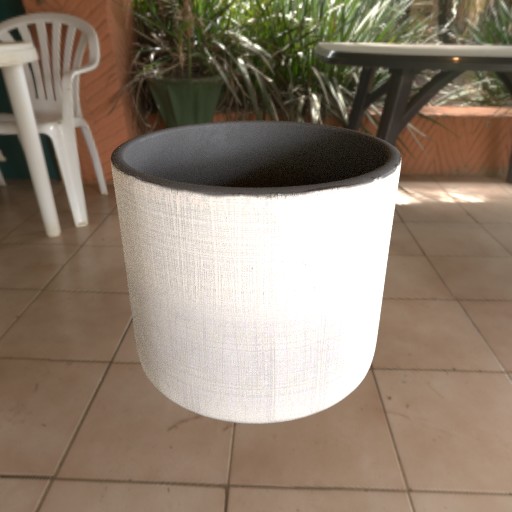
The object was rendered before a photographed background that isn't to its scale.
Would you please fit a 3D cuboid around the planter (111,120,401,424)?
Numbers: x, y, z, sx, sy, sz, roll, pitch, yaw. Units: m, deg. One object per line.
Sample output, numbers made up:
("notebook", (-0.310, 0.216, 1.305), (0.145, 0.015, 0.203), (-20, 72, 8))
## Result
("planter", (0.000, 0.000, 0.444), (0.254, 0.221, 0.254), (0, 27, 0))
